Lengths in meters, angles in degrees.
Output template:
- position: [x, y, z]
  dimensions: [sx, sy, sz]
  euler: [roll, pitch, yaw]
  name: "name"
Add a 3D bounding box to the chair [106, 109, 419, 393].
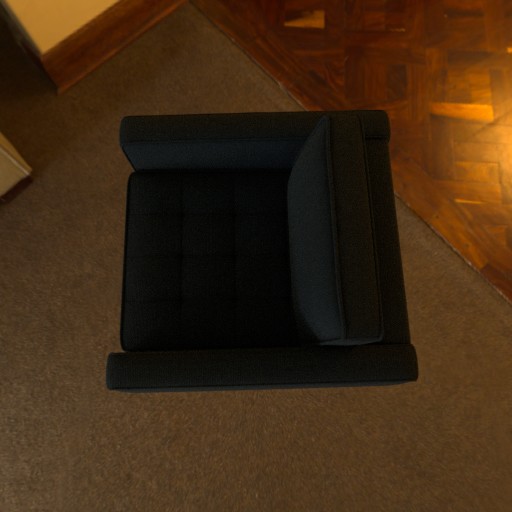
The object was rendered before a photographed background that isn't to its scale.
- position: [0.000, 0.000, 1.564]
  dimensions: [0.920, 0.770, 0.899]
  euler: [-2, 75, 0]
  name: "chair"
